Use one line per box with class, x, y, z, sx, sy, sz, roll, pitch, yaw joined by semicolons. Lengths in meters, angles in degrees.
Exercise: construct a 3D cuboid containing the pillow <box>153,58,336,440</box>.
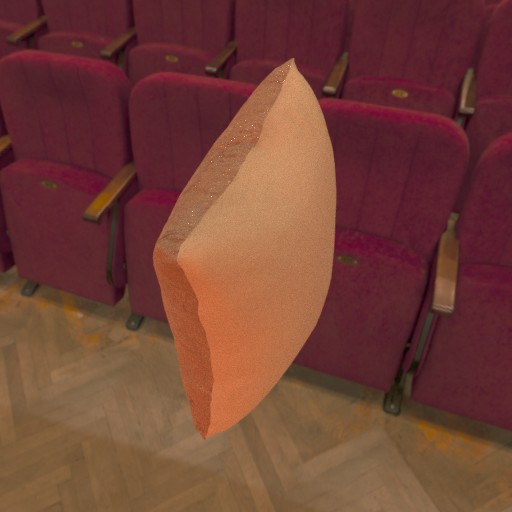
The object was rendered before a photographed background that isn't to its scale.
pillow;0.000;0.000;0.705;0.245;0.448;0.450;15;50;13
